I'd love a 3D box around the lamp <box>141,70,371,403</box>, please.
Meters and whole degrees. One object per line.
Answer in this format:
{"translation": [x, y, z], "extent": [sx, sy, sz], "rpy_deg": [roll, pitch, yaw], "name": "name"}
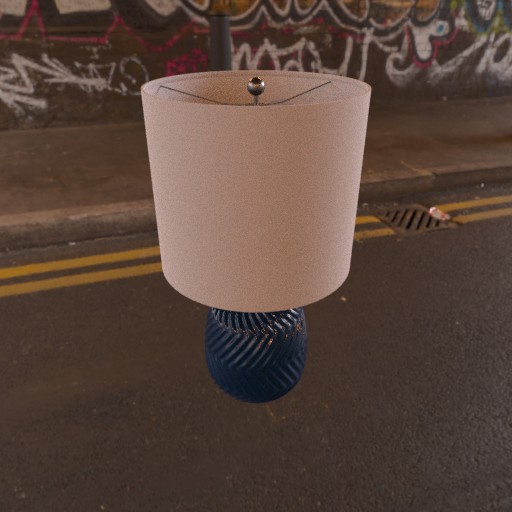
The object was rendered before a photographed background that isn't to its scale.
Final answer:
{"translation": [0.000, 0.000, 0.488], "extent": [0.203, 0.368, 0.203], "rpy_deg": [10, 31, 18], "name": "lamp"}
